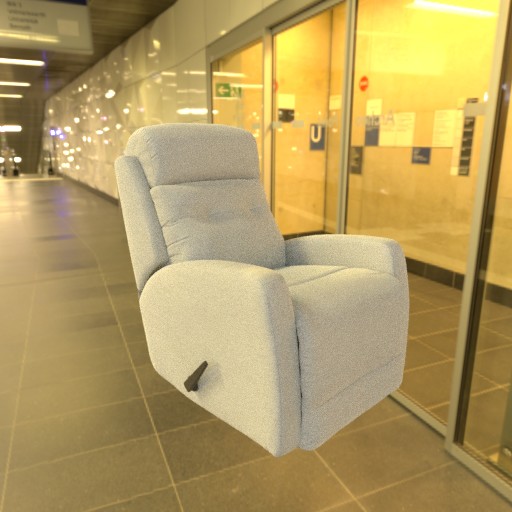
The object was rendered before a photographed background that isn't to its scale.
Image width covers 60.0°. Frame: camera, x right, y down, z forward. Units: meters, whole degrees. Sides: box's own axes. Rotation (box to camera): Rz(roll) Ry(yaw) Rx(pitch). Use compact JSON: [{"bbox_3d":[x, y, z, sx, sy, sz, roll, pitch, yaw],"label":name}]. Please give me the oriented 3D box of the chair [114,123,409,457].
[{"bbox_3d":[0.000,0.000,1.723,0.798,1.013,1.043,-13,19,-41],"label":"chair"}]
